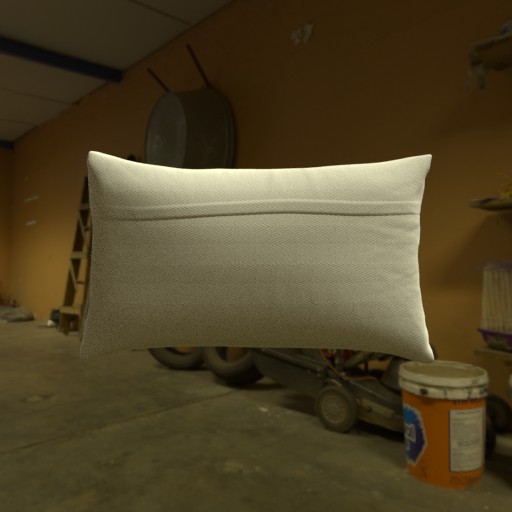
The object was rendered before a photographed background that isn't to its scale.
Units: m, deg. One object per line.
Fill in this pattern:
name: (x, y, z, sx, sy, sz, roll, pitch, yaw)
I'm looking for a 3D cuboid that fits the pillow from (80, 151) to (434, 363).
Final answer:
pillow: (0.000, 0.000, 0.639, 0.506, 0.305, 0.139, 0, -2, 1)
